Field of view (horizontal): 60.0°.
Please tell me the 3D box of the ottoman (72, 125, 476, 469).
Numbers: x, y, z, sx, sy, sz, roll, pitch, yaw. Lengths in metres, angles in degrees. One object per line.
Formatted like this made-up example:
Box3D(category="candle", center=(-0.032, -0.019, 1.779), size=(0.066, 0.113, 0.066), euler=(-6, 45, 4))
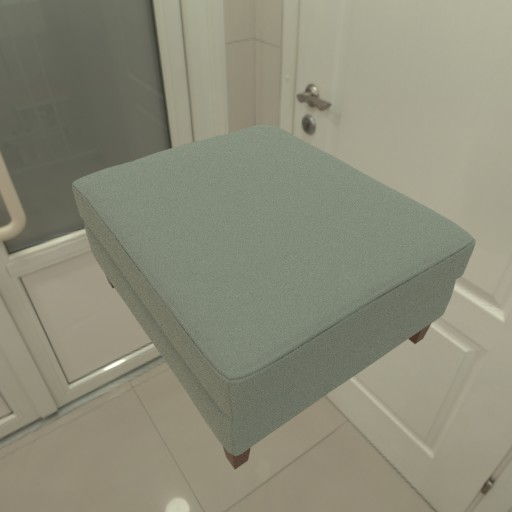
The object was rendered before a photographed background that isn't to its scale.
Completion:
Box3D(category="ottoman", center=(0.000, 0.000, 1.463), size=(0.842, 0.494, 0.991), euler=(-24, 45, -27))
